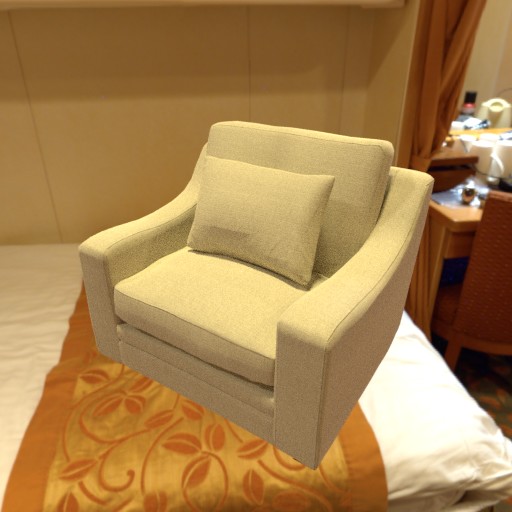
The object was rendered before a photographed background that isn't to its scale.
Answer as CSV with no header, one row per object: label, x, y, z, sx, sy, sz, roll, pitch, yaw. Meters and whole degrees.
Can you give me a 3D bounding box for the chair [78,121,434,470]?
chair,0.000,0.000,1.955,1.178,1.016,1.009,17,33,29
